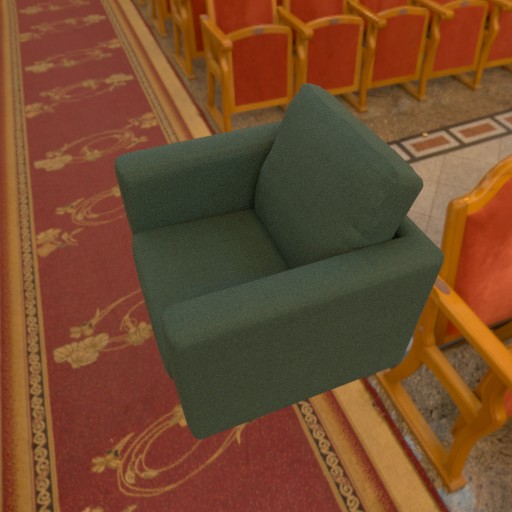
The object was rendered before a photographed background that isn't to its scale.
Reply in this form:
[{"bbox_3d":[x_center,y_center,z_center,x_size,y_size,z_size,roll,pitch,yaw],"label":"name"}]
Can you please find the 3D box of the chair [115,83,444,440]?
[{"bbox_3d":[0.000,0.000,1.538,0.800,0.927,0.855,-16,48,-15],"label":"chair"}]
